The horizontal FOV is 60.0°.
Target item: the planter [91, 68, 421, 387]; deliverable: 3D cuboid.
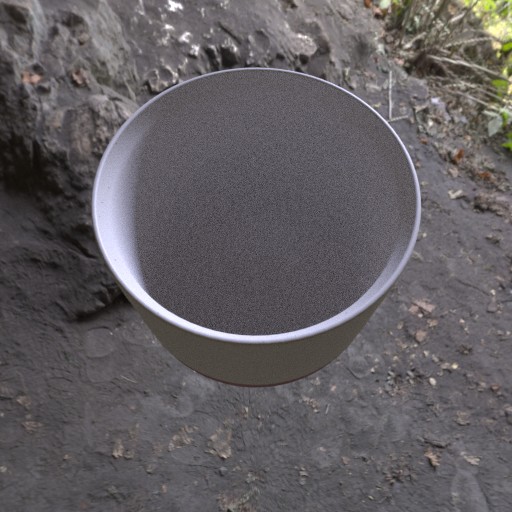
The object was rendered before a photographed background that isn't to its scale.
[{"bbox_3d":[0.000,0.000,0.481,0.268,0.270,0.268,0,64,0],"label":"planter"}]
